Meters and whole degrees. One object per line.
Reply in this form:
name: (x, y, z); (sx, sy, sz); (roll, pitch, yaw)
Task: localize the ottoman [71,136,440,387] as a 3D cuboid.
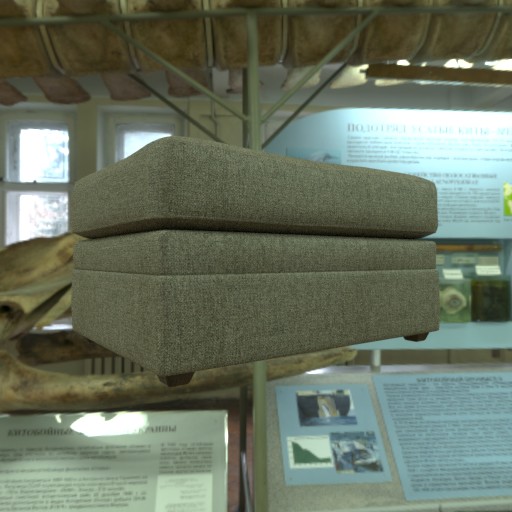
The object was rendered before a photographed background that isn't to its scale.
ottoman: (0.000, 0.000, 1.246); (0.885, 0.478, 0.637); (0, 0, -36)
